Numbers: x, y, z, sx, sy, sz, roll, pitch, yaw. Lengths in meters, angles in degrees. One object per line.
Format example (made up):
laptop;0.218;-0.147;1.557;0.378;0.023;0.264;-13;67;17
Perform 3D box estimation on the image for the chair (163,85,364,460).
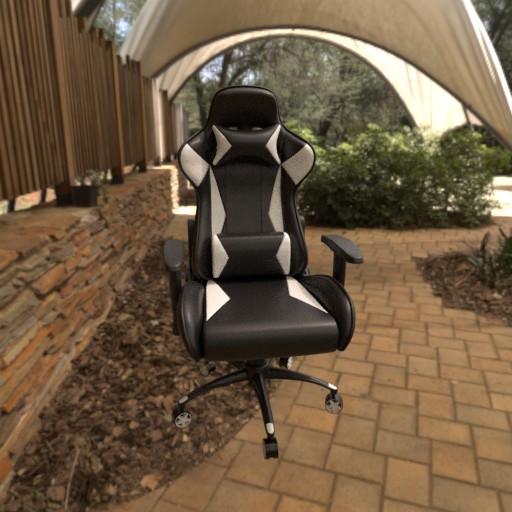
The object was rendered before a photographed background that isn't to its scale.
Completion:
chair;0.000;0.000;1.703;0.730;1.285;0.695;-2;15;-9
